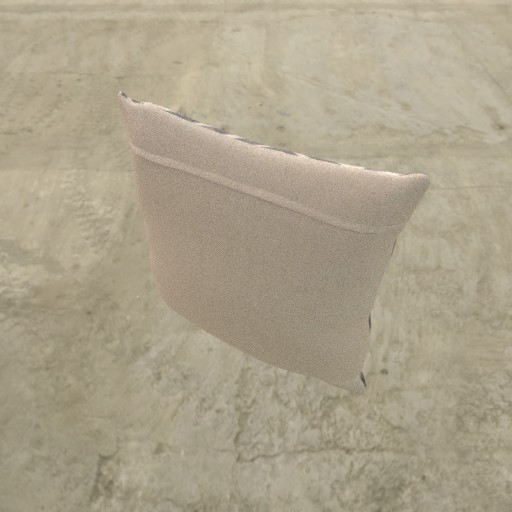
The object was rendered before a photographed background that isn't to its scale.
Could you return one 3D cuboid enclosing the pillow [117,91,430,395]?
[{"bbox_3d":[0.000,0.000,0.685,0.440,0.441,0.182,22,49,21],"label":"pillow"}]
